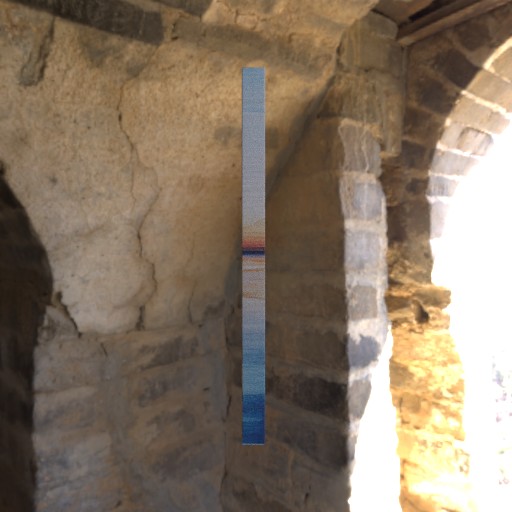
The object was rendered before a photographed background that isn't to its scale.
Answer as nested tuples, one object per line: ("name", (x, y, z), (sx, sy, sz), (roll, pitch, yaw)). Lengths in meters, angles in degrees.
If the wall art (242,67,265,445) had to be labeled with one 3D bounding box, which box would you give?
("wall art", (0.000, 0.000, 1.165), (0.037, 0.605, 0.911), (0, 0, 1))
